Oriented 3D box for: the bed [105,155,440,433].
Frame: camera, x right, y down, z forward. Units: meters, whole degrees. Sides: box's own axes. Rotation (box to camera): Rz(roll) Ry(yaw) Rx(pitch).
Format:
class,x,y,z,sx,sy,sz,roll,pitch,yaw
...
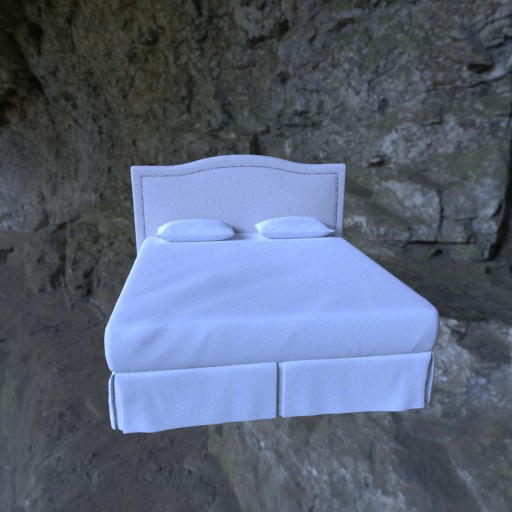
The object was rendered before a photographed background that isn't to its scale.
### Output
class,x,y,z,sx,sy,sz,roll,pitch,yaw
bed,0.000,0.000,3.447,2.083,1.421,2.182,-2,16,-7
